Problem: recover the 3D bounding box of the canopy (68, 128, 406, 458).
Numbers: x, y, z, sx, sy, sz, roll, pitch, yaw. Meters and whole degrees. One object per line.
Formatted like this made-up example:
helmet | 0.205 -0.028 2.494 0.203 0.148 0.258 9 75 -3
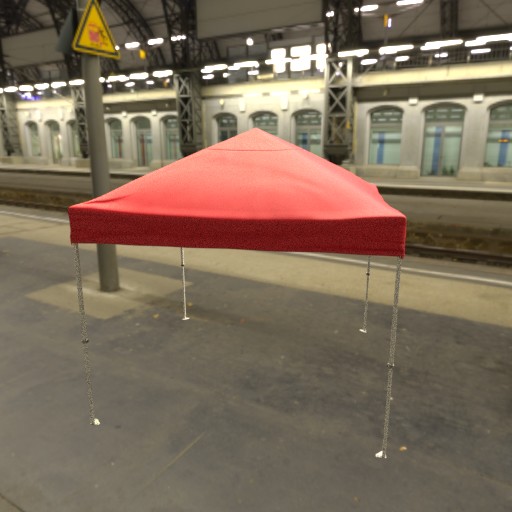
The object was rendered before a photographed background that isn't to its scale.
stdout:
canopy | 0.000 0.000 5.391 2.998 2.997 2.996 2 14 10
